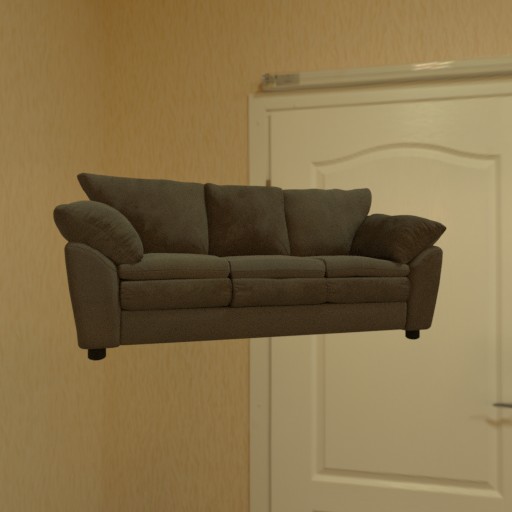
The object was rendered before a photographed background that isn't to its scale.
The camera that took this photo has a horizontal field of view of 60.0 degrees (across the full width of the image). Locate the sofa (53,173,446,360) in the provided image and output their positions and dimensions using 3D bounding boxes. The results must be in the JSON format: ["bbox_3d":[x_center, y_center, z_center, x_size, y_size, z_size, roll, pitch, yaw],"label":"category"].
[{"bbox_3d":[0.000,0.000,2.881,2.336,1.073,0.878,0,-1,-18],"label":"sofa"}]
